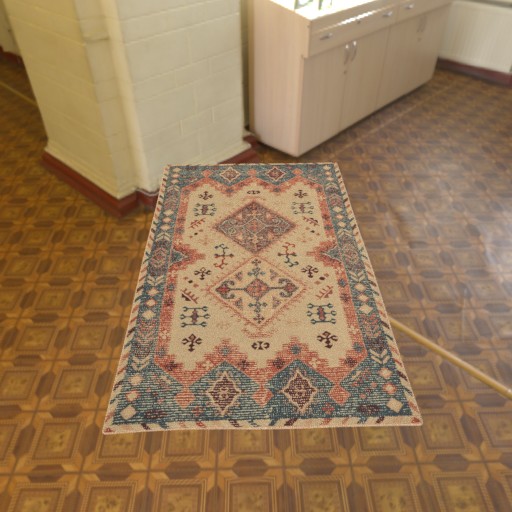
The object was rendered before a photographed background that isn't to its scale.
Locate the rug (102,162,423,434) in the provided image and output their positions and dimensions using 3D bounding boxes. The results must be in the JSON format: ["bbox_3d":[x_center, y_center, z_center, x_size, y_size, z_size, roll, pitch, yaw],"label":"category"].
[{"bbox_3d":[0.000,0.000,3.004,1.521,0.023,2.464,-1,42,-1],"label":"rug"}]
